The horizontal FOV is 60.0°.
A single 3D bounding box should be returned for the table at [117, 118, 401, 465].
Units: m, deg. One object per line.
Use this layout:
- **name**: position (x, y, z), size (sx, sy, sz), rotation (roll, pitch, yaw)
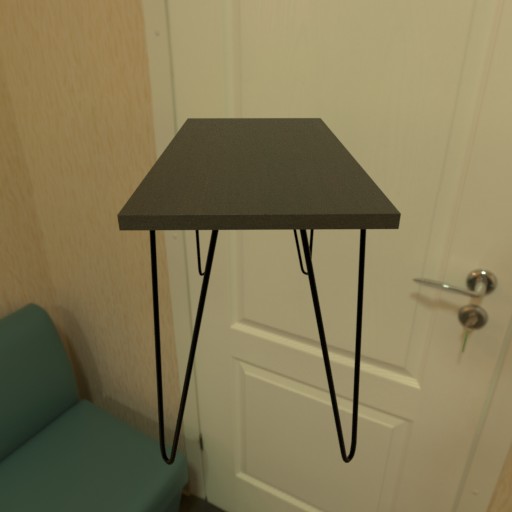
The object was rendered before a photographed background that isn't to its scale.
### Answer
- **table**: position (0.000, 0.000, 1.369), size (0.499, 0.660, 0.991), rotation (0, 27, -1)
